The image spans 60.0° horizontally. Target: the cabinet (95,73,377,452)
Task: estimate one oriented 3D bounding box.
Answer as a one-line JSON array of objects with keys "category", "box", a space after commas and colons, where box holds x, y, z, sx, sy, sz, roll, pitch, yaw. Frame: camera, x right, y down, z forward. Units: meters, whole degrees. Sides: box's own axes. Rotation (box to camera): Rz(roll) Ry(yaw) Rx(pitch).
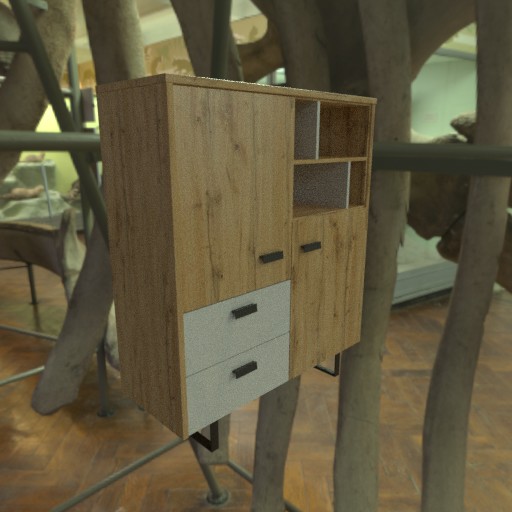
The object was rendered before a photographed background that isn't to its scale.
[{"category": "cabinet", "box": [0.000, 0.000, 2.013, 1.168, 1.397, 0.473, -14, 20, -43]}]
